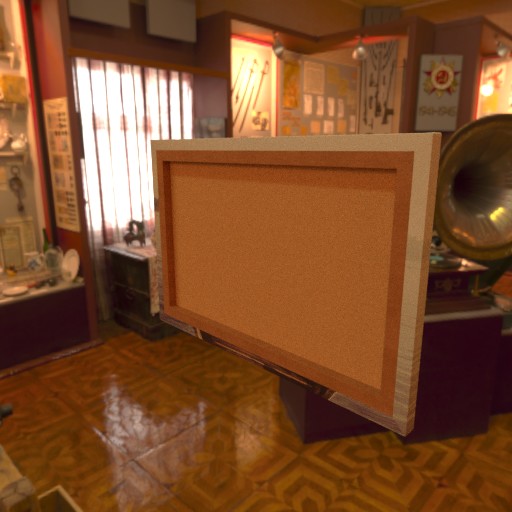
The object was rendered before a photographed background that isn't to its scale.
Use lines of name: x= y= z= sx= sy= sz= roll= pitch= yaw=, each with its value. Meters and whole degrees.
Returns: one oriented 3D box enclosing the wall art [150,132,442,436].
wall art: x=0.000 y=0.000 z=1.175 sx=0.037 sy=0.609 sz=0.916 roll=-13 pitch=19 yaw=-43
